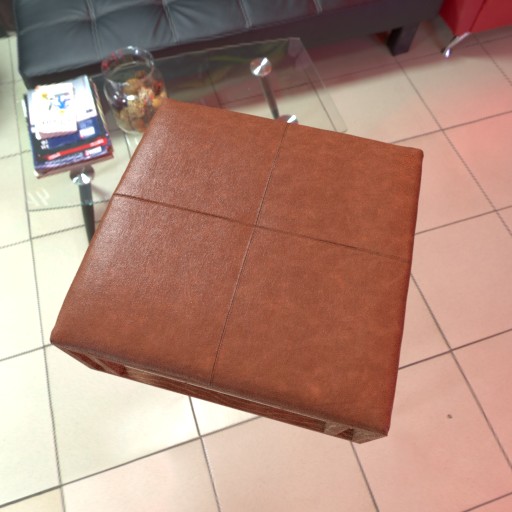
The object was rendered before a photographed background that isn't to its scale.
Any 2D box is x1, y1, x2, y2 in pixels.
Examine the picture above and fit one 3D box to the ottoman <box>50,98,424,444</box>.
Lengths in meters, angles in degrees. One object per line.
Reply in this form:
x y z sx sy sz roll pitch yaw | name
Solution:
0.000 0.000 1.606 1.016 0.442 1.013 13 65 6 | ottoman
